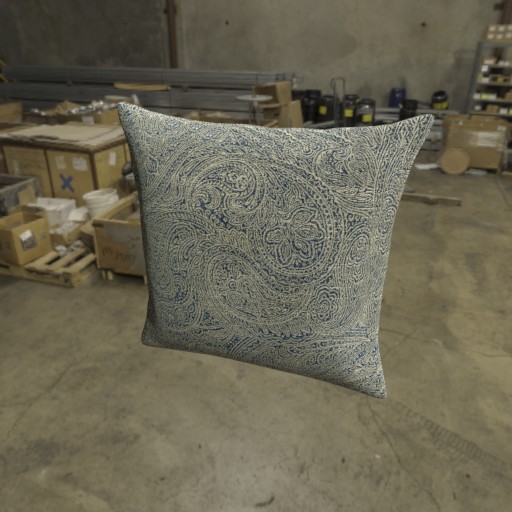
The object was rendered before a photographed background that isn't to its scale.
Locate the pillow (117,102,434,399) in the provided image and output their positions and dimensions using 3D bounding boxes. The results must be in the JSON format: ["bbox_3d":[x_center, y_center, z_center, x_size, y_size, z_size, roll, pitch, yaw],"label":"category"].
[{"bbox_3d":[0.000,0.000,0.799,0.523,0.510,0.166,8,27,16],"label":"pillow"}]
